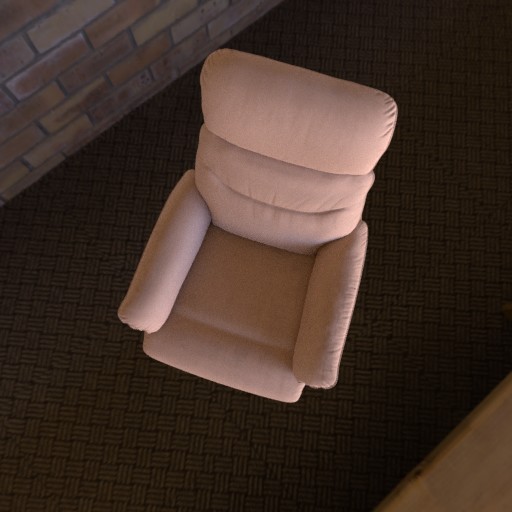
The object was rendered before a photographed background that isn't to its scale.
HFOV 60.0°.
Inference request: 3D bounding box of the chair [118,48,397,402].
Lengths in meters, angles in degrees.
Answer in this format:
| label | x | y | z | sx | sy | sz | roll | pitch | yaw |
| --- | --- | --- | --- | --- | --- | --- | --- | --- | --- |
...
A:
| label | x | y | z | sx | sy | sz | roll | pitch | yaw |
| --- | --- | --- | --- | --- | --- | --- | --- | --- | --- |
| chair | 0.000 | 0.000 | 1.709 | 0.820 | 1.037 | 1.004 | 17 | 78 | 4 |
